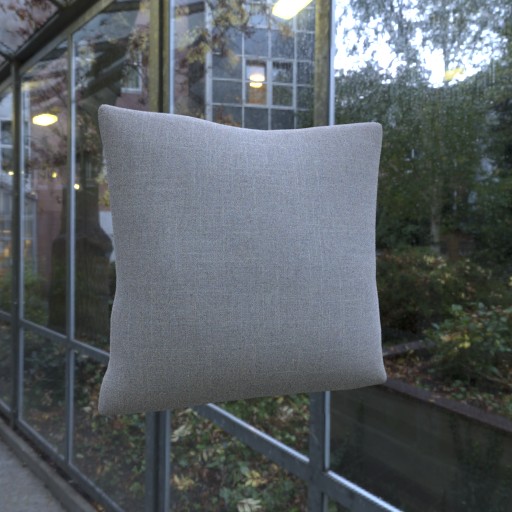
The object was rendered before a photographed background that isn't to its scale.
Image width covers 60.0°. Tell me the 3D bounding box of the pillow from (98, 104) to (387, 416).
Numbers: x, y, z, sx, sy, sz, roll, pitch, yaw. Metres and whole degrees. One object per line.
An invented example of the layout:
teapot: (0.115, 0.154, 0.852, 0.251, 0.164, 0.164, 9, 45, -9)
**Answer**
pillow: (0.000, 0.000, 0.857, 0.578, 0.558, 0.192, 0, 1, -17)
